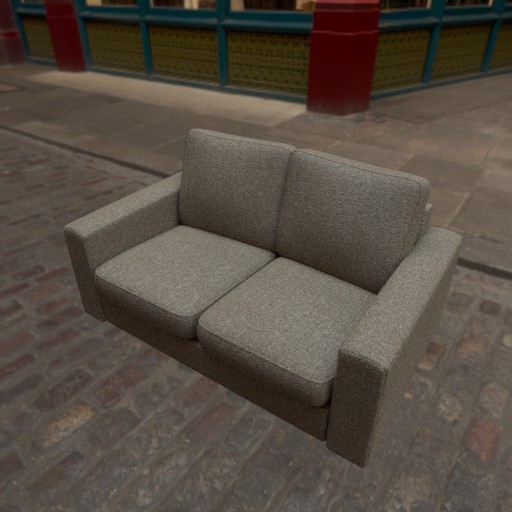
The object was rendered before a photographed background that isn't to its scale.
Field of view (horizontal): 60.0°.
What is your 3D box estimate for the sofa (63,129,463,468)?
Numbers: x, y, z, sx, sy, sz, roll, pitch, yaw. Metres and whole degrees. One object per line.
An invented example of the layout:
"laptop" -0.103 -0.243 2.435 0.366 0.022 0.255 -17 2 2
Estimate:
"sofa" 0.000 0.000 2.117 1.616 0.873 1.016 20 38 28
